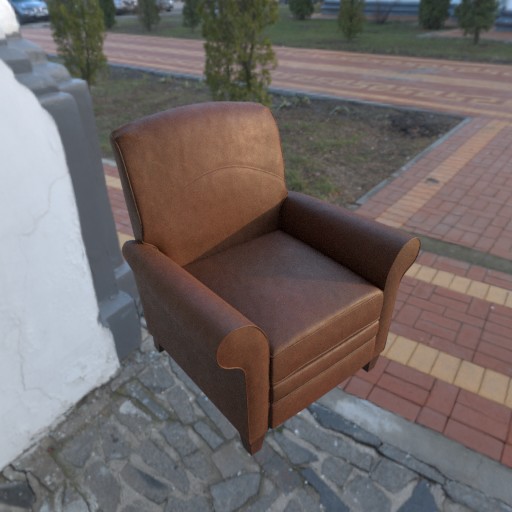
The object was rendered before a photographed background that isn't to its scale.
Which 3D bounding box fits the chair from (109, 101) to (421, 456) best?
[{"bbox_3d":[0.000,0.000,1.812,0.978,1.061,0.902,-23,38,-32],"label":"chair"}]
